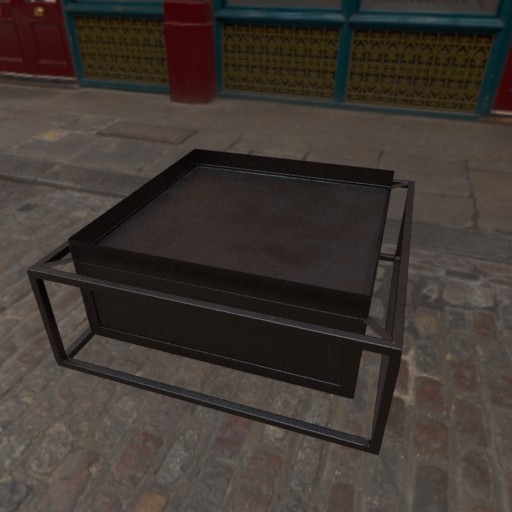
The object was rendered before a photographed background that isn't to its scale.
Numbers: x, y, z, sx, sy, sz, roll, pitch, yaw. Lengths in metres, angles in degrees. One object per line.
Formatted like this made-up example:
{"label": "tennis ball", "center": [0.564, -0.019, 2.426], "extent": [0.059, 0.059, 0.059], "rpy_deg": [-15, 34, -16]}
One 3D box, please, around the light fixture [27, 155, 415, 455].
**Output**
{"label": "light fixture", "center": [0.000, 0.000, 0.691], "extent": [0.441, 0.191, 0.441], "rpy_deg": [10, 33, 16]}
